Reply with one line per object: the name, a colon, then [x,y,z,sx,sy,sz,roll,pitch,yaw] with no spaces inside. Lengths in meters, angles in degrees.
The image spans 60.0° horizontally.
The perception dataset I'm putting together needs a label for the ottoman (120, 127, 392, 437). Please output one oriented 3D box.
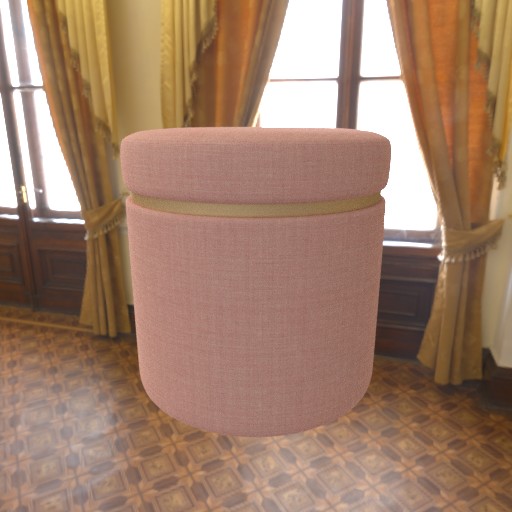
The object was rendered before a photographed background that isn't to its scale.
ottoman: [0.000,0.000,0.727,0.400,0.406,0.400,0,16,0]
